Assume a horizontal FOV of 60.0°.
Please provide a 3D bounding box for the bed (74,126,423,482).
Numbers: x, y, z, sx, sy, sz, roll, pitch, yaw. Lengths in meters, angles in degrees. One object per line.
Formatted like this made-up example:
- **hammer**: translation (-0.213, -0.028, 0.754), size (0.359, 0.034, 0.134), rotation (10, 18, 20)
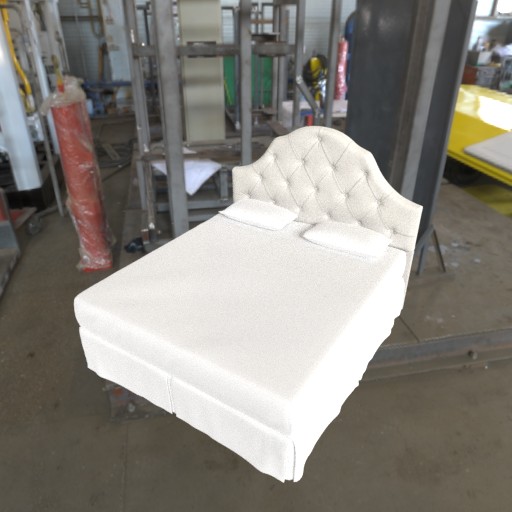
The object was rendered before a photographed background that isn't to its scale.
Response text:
- **bed**: translation (0.000, 0.000, 3.557), size (2.008, 1.615, 2.214), rotation (18, 34, 28)
